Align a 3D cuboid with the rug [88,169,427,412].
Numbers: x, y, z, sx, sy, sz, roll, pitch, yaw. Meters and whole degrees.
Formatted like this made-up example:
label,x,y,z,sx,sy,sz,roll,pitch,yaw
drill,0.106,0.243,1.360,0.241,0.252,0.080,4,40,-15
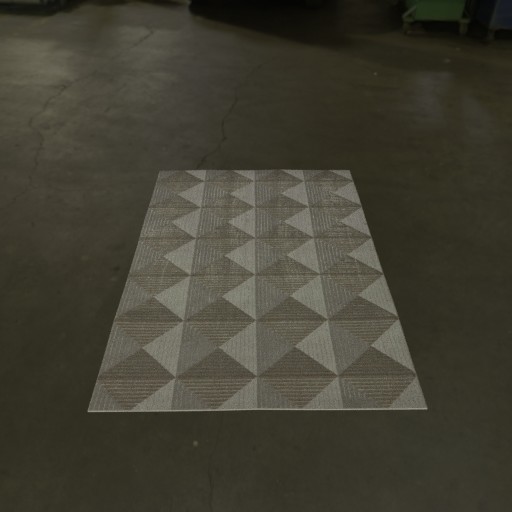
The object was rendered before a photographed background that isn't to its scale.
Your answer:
label,x,y,z,sx,sy,sz,roll,pitch,yaw
rug,0.000,0.000,4.413,2.428,0.027,3.333,0,41,0
